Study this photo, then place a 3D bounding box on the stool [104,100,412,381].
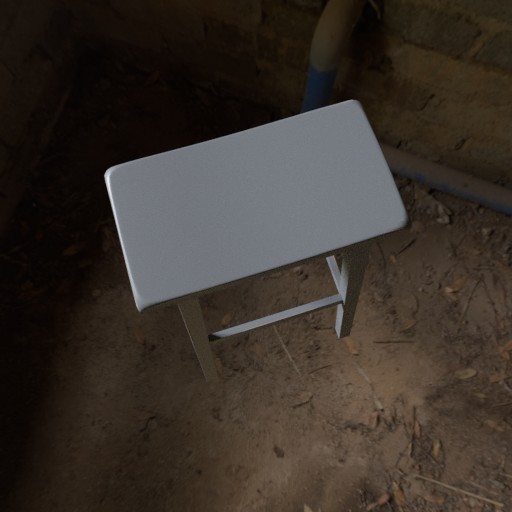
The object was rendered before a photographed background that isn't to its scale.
[{"bbox_3d":[0.000,0.000,1.057,0.457,0.737,0.476,-17,76,-4],"label":"stool"}]
